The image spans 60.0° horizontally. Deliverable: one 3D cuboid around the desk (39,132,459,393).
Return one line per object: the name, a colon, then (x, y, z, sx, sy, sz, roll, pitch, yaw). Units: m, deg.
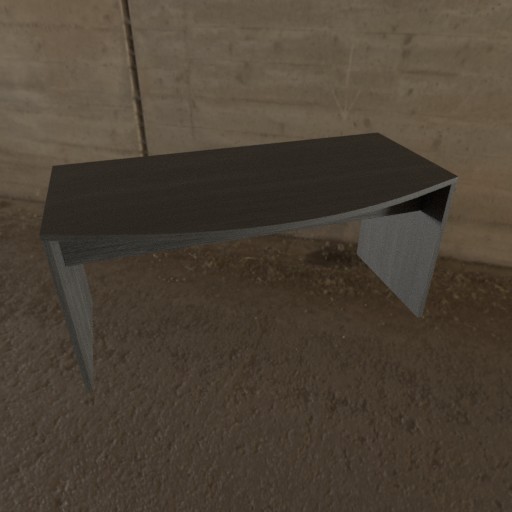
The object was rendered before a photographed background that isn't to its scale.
desk: (0.000, 0.000, 2.007, 1.600, 0.750, 0.802, -10, 34, -15)
